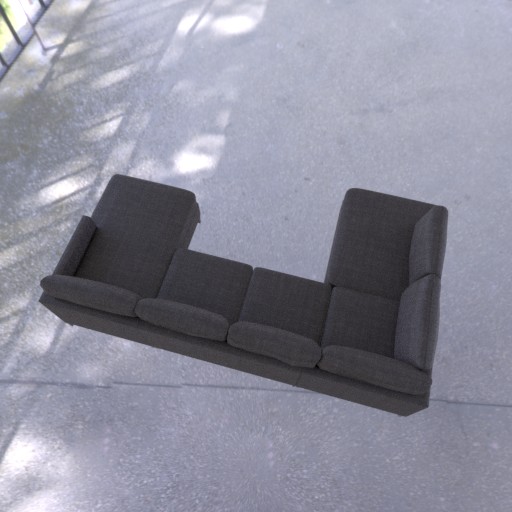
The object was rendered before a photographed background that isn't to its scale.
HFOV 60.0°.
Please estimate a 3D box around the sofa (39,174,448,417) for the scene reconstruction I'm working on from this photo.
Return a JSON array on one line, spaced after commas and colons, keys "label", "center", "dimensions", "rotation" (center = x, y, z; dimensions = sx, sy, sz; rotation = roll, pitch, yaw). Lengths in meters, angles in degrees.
[{"label": "sofa", "center": [0.000, 0.000, 4.272], "dimensions": [3.423, 0.999, 2.048], "rotation": [14, 65, 7]}]
